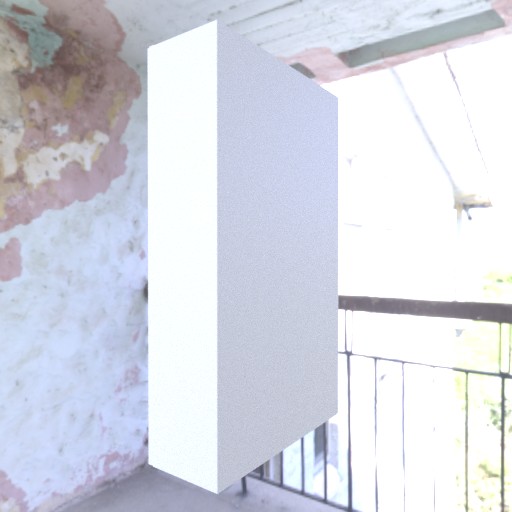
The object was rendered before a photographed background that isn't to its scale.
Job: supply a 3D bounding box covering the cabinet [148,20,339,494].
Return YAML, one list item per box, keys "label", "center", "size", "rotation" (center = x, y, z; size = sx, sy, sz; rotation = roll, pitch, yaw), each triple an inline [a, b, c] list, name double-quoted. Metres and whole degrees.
- label: "cabinet"
  center: [0.000, 0.000, 2.656]
  size: [0.480, 2.160, 1.250]
  rotation: [0, 1, 36]
